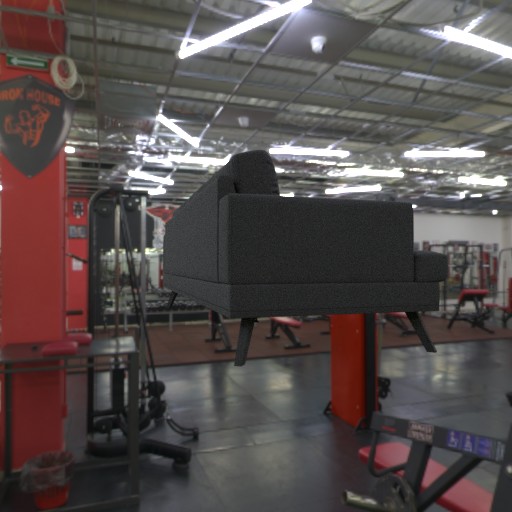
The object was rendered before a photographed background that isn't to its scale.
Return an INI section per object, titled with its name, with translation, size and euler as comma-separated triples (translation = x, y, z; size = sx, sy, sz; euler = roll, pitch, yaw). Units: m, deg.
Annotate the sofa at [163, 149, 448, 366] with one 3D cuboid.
[sofa]
translation = 0.000, 0.000, 2.735
size = 0.920, 0.810, 2.310
euler = 0, -1, -17
